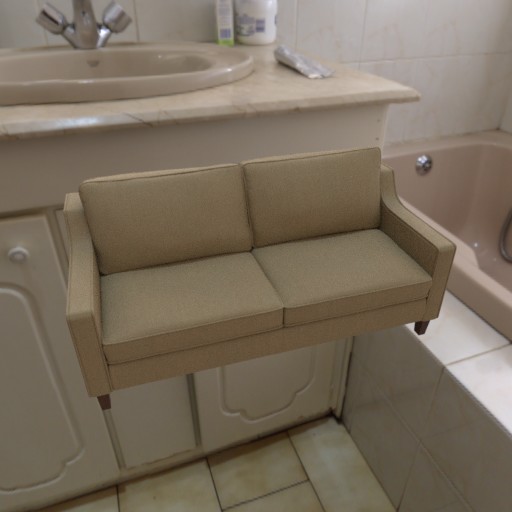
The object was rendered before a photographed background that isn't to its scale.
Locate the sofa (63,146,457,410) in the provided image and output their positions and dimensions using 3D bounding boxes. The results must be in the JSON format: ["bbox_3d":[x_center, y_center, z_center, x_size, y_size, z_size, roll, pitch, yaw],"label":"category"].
[{"bbox_3d":[0.000,0.000,2.828,2.178,1.071,1.066,-9,33,-15],"label":"sofa"}]
